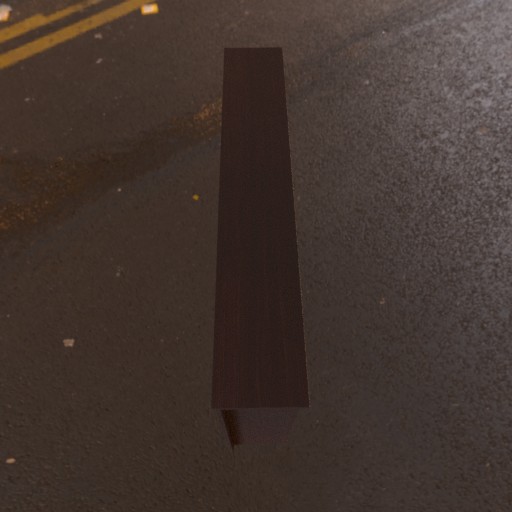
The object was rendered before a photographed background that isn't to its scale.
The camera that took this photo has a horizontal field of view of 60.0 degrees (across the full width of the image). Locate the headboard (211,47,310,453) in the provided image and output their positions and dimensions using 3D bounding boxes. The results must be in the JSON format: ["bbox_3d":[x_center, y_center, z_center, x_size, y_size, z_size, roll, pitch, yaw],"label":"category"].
[{"bbox_3d":[0.000,0.000,2.151,0.279,1.092,1.671,-1,59,0],"label":"headboard"}]
